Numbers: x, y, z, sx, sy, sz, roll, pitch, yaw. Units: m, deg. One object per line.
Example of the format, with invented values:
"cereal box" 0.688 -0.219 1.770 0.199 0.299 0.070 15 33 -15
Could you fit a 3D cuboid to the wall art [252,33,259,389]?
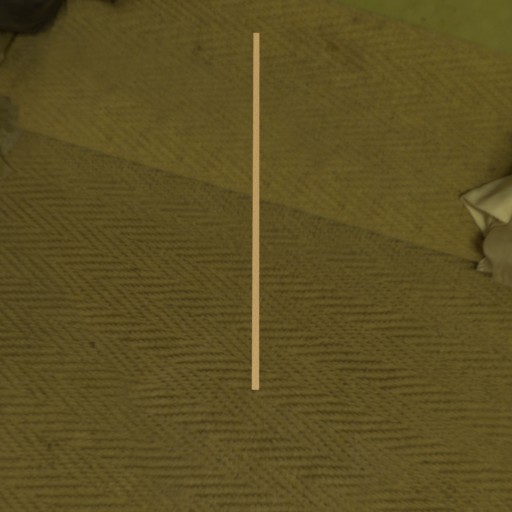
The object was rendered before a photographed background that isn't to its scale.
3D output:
"wall art" 0.000 0.000 1.380 0.013 1.016 0.758 0 75 0
